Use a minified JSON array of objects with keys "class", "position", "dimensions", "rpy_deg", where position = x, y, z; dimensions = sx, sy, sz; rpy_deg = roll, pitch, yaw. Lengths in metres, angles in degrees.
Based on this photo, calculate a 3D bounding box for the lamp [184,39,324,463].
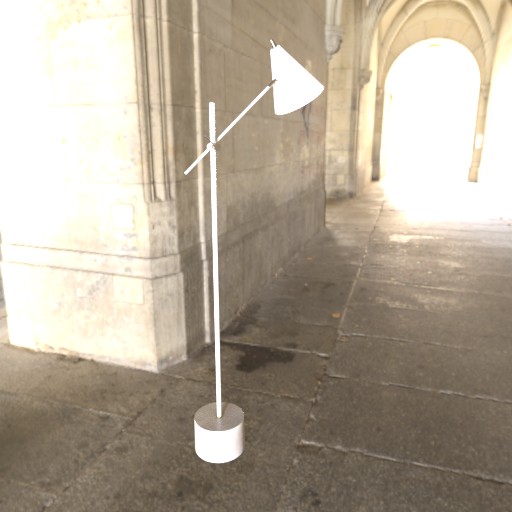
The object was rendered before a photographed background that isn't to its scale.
[{"class":"lamp","position":[0.000,0.000,1.576],"dimensions":[0.508,1.430,0.223],"rpy_deg":[-7,16,-26]}]
